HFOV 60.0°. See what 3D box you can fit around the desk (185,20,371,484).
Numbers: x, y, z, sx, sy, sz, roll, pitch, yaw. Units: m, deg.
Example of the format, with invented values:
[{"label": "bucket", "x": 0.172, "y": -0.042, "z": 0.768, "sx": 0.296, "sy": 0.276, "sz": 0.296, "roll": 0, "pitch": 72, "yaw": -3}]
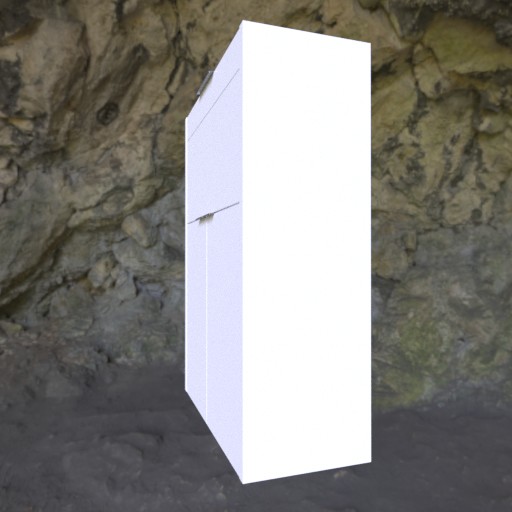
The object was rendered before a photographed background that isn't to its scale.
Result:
[{"label": "desk", "x": 0.000, "y": 0.000, "z": 1.580, "sx": 0.390, "sy": 1.190, "sz": 0.850, "roll": 0, "pitch": 0, "yaw": -19}]
